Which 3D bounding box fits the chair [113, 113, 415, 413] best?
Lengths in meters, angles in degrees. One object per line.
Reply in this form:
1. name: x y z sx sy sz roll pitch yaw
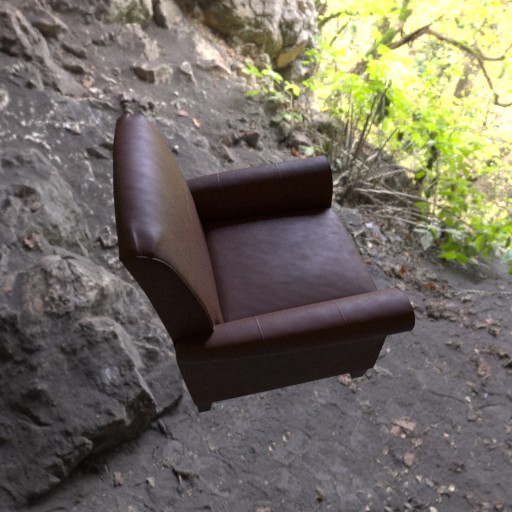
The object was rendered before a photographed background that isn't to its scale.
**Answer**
1. chair: 0.000 0.000 1.787 0.902 1.061 0.978 -9 48 -9
